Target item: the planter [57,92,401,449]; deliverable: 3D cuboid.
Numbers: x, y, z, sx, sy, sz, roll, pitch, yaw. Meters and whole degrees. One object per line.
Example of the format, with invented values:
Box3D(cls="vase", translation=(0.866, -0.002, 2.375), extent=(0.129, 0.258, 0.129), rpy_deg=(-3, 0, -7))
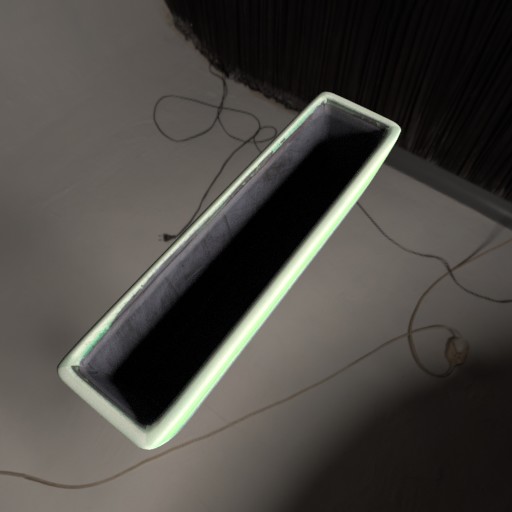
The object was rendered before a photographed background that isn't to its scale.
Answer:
Box3D(cls="planter", translation=(0.000, 0.000, 0.311), extent=(0.072, 0.072, 0.275), rpy_deg=(32, 65, 17))
